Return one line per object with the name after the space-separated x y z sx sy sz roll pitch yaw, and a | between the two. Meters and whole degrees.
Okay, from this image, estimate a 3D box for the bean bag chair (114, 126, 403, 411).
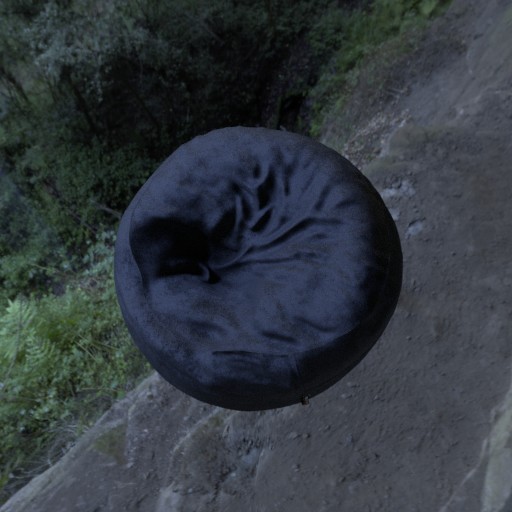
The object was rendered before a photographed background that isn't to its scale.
0.000 0.000 2.371 1.525 0.751 1.525 0 63 0 | bean bag chair
